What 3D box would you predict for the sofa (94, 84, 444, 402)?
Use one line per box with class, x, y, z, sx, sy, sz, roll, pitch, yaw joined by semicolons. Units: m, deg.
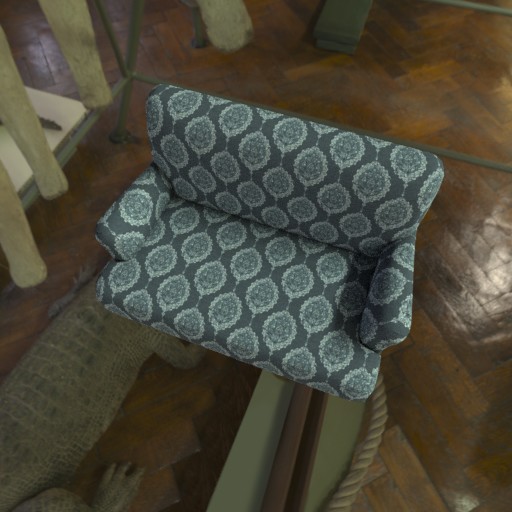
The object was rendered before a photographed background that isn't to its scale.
sofa;0.000;0.000;1.862;1.297;0.867;0.779;18;61;11
